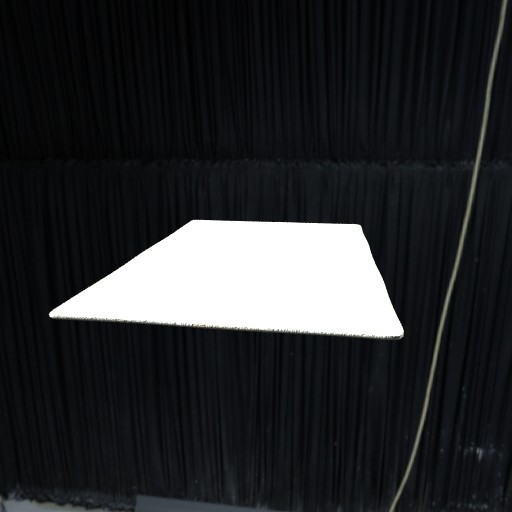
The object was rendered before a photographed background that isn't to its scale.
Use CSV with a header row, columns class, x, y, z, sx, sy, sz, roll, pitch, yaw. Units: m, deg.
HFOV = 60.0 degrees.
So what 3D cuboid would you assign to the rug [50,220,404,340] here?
class,x,y,z,sx,sy,sz,roll,pitch,yaw
rug,0.000,0.000,3.460,1.798,0.025,2.698,2,15,8
